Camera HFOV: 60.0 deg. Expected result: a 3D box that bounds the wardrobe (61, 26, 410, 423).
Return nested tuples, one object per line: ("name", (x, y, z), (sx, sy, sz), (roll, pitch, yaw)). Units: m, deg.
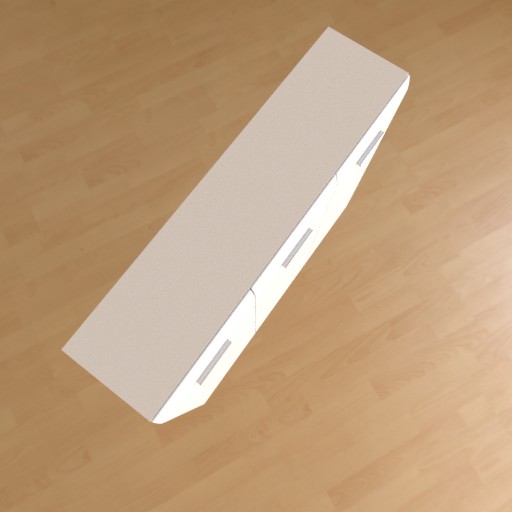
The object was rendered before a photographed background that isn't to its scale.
("wardrobe", (0.000, 0.000, 1.920), (0.360, 1.200, 1.340), (35, 77, 9))
